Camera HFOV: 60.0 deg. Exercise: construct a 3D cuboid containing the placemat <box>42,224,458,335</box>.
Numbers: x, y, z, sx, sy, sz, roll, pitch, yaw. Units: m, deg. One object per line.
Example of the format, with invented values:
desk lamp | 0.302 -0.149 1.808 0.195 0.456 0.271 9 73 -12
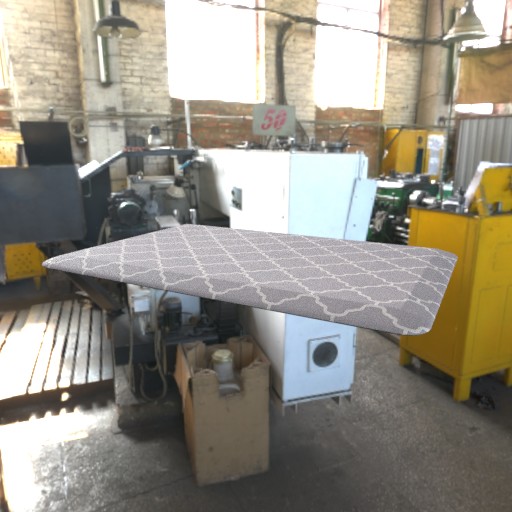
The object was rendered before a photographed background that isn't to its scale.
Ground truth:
placemat | 0.000 0.000 0.950 0.762 0.021 0.508 7 16 27
